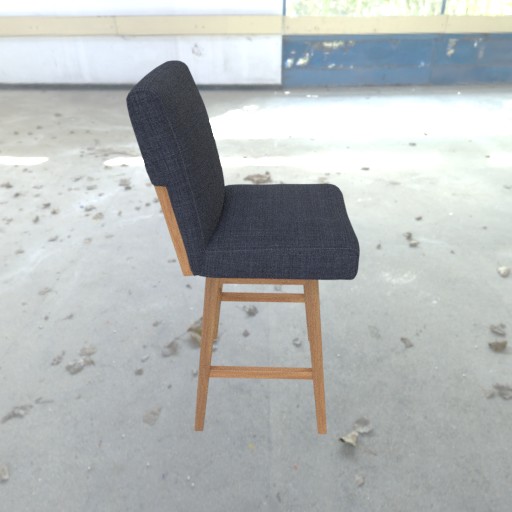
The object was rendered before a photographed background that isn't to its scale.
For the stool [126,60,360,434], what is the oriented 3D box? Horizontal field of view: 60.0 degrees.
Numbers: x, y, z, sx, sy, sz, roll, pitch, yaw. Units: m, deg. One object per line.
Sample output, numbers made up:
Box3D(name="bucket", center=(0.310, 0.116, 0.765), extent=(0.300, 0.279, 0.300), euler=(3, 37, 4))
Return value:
Box3D(name="stool", center=(0.000, 0.000, 1.412), extent=(0.570, 1.112, 0.483), euler=(1, 32, 1))
